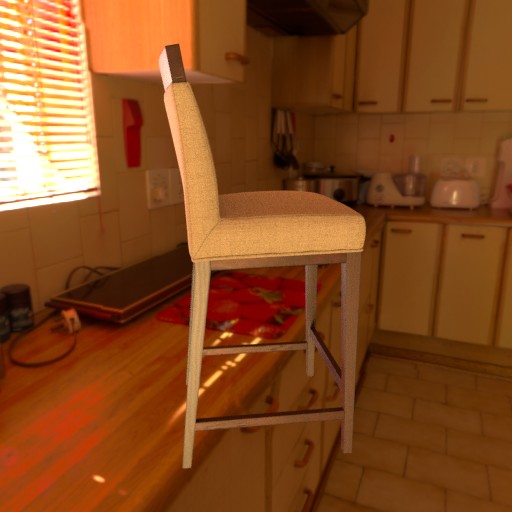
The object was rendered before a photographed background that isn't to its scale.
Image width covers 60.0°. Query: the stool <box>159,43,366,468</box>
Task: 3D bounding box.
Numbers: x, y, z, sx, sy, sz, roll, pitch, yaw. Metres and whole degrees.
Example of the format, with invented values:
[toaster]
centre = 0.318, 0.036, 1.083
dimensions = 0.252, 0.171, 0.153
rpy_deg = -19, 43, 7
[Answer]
[stool]
centre = 0.000, 0.000, 1.255
dimensions = 0.480, 1.011, 0.463
rpy_deg = -2, 15, -7
